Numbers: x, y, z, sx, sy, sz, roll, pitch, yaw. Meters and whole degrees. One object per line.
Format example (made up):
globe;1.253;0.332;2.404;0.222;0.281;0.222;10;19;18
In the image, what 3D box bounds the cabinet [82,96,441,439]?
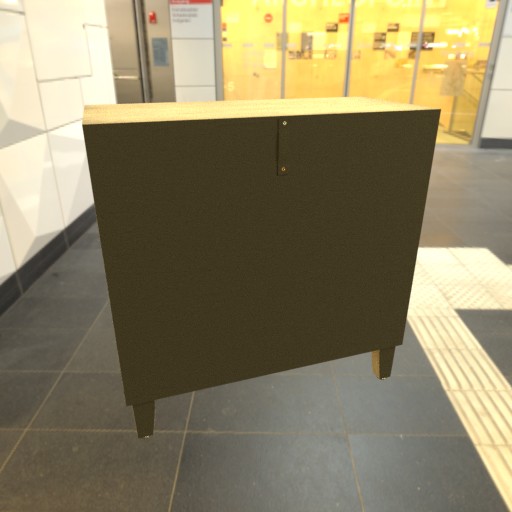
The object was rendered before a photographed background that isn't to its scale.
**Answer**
cabinet;0.000;0.000;1.227;0.781;0.787;0.370;-8;26;-17
